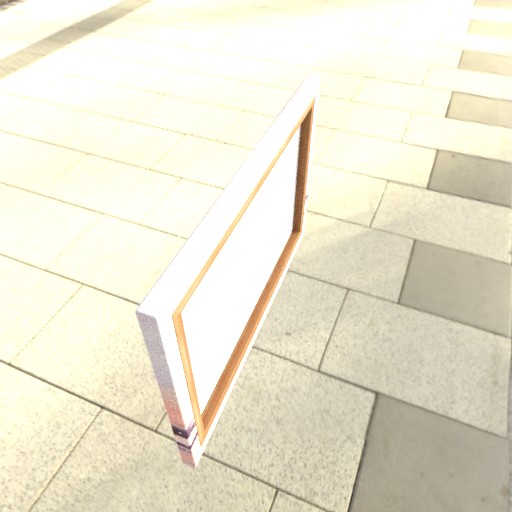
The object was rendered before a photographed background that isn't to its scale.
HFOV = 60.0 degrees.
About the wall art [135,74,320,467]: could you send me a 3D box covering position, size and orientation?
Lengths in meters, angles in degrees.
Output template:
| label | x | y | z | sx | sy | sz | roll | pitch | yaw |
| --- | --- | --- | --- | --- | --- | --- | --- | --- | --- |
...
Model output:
| label | x | y | z | sx | sy | sz | roll | pitch | yaw |
| --- | --- | --- | --- | --- | --- | --- | --- | --- | --- |
| wall art | 0.000 | 0.000 | 1.175 | 0.038 | 0.609 | 0.913 | 15 | 47 | 15 |
